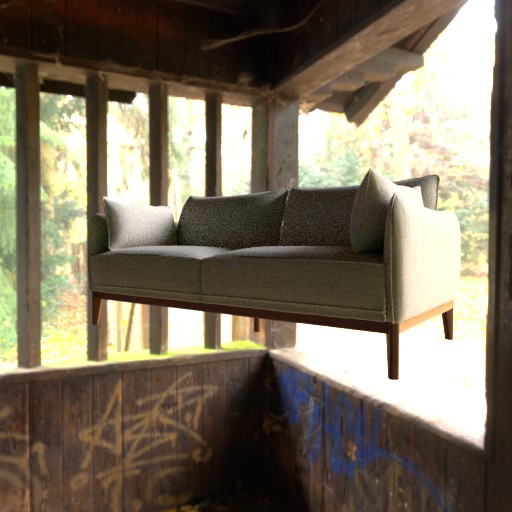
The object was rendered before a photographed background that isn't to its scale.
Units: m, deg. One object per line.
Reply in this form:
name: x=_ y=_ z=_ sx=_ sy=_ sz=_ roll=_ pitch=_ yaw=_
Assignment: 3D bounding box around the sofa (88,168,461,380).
sofa: x=0.000 y=0.000 z=2.508 sx=1.989 sy=0.860 sz=0.991 roll=1 pitch=2 yaw=36
